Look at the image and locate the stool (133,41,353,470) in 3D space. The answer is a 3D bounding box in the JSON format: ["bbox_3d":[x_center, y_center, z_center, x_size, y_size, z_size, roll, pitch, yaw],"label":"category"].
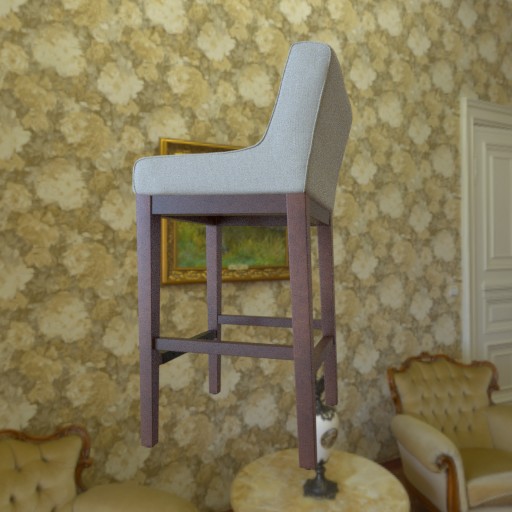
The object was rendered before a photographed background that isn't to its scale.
[{"bbox_3d":[0.000,0.000,1.240,0.500,0.937,0.511,0,0,17],"label":"stool"}]
